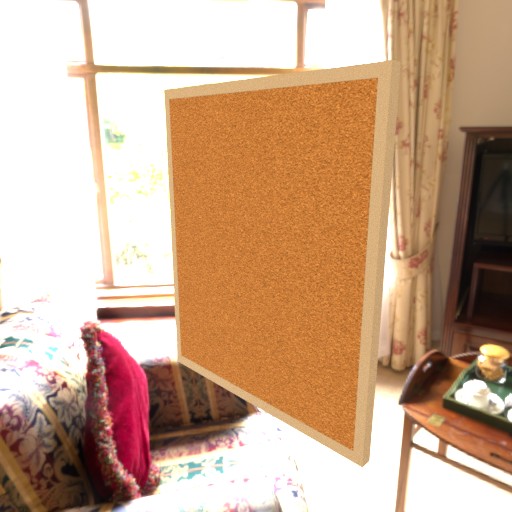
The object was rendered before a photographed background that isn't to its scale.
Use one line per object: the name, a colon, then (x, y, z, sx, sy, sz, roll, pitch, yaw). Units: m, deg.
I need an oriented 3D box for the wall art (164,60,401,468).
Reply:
wall art: (0.000, 0.000, 0.717, 0.444, 0.536, 0.020, 14, 20, 43)
